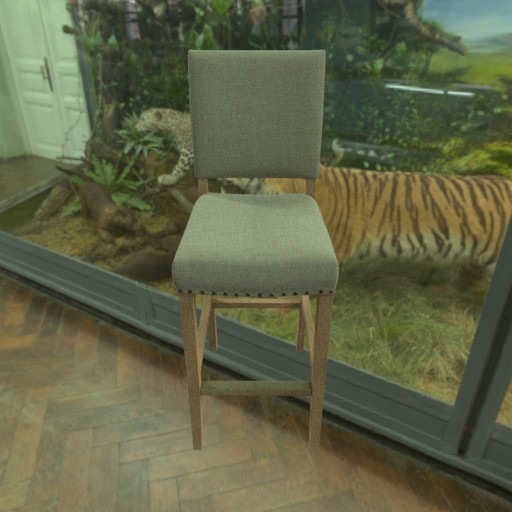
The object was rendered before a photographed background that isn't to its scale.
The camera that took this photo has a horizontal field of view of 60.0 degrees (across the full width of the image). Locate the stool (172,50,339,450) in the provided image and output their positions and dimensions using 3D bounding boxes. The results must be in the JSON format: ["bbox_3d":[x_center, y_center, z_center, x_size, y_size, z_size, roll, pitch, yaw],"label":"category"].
[{"bbox_3d":[0.000,0.000,1.464,0.445,1.203,0.585,0,29,0],"label":"stool"}]
